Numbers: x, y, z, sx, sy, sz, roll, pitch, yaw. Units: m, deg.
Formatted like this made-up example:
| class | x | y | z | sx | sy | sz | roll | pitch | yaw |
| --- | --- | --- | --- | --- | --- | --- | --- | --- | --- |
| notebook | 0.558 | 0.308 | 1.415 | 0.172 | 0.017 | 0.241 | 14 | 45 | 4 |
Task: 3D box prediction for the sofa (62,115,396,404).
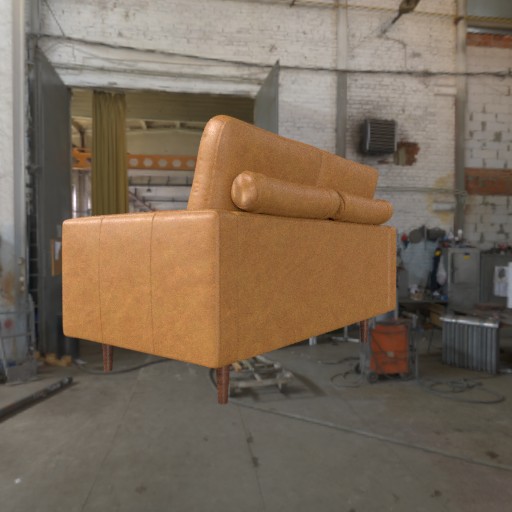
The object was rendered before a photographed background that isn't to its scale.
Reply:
| class | x | y | z | sx | sy | sz | roll | pitch | yaw |
| --- | --- | --- | --- | --- | --- | --- | --- | --- | --- |
| sofa | 0.000 | 0.000 | 1.998 | 0.868 | 0.898 | 1.430 | 1 | 2 | 37 |
